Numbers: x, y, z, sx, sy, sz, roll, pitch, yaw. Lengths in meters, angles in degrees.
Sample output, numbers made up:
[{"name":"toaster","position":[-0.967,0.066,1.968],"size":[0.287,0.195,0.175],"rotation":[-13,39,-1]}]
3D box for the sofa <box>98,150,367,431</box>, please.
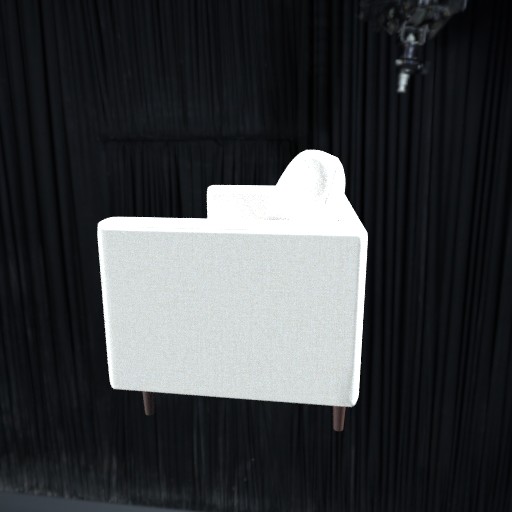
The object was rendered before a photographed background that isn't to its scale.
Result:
[{"name":"sofa","position":[0.000,0.000,1.954],"size":[0.796,0.908,1.430],"rotation":[2,13,8]}]
